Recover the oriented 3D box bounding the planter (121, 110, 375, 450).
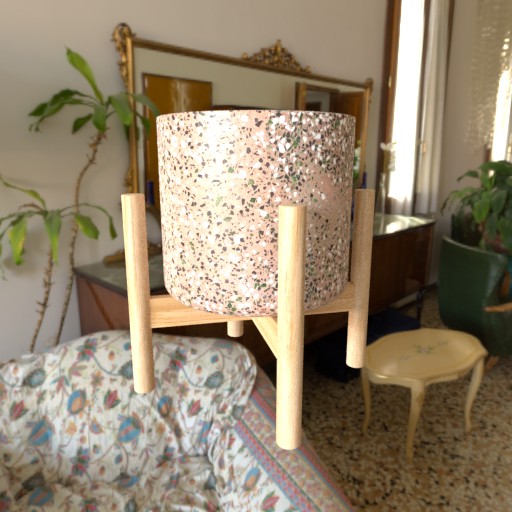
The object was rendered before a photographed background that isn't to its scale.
[{"bbox_3d":[0.000,0.000,0.542,0.284,0.320,0.284,2,13,9],"label":"planter"}]
